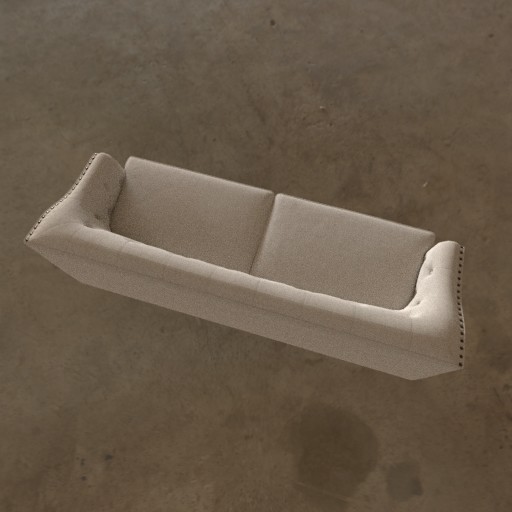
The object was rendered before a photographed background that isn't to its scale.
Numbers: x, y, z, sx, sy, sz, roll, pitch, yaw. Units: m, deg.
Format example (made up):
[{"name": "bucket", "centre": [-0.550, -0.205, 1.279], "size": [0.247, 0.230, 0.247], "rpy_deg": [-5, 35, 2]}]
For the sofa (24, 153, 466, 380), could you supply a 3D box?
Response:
[{"name": "sofa", "centre": [0.000, 0.000, 2.679], "size": [2.235, 0.901, 0.914], "rpy_deg": [15, 65, 7]}]
